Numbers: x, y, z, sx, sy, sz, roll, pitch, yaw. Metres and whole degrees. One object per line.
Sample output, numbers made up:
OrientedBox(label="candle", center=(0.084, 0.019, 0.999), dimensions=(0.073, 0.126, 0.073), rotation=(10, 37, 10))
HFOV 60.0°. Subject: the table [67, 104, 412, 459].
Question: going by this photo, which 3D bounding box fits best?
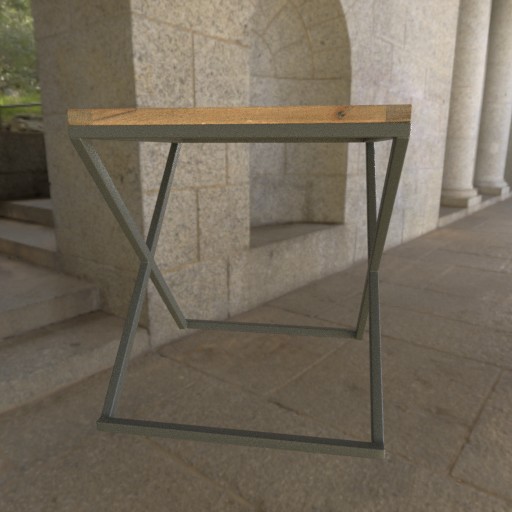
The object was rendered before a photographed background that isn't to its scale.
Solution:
OrientedBox(label="table", center=(0.000, 0.000, 0.926), dimensions=(0.499, 0.550, 0.498), rotation=(2, 14, 9))
